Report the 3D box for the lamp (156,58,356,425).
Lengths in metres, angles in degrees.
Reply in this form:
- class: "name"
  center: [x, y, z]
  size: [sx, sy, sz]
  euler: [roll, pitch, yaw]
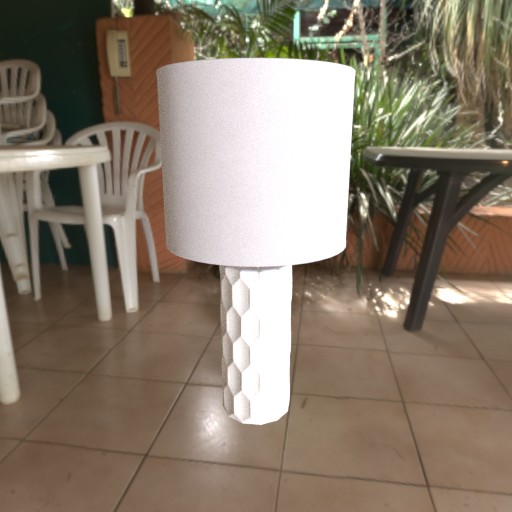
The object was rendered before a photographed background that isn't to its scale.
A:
- class: "lamp"
  center: [0.000, 0.000, 0.700]
  size: [0.277, 0.537, 0.277]
  euler: [2, 16, 7]
